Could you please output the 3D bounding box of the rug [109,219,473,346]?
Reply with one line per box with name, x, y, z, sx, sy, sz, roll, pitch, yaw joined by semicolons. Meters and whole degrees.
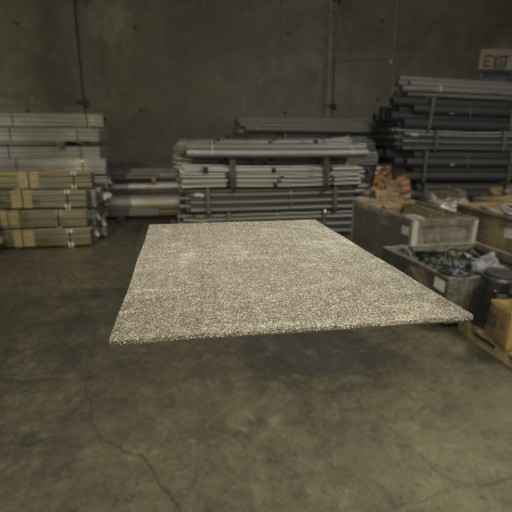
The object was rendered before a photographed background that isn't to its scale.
rug;0.000;0.000;2.885;1.502;0.025;2.350;-2;15;-9
